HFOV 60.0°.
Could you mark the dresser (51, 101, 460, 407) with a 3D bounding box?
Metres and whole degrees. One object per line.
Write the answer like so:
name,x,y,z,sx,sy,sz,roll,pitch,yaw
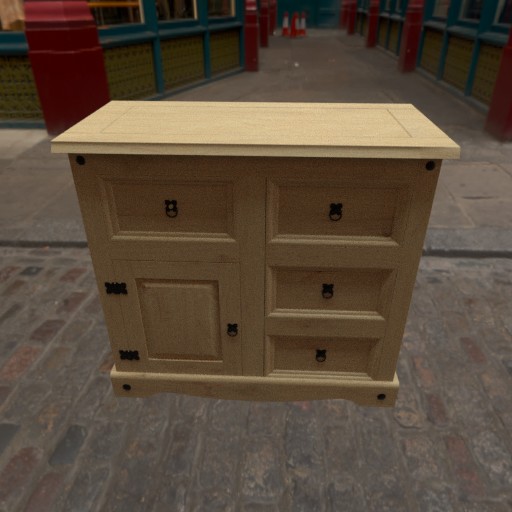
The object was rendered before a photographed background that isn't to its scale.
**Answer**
dresser,0.000,0.000,1.383,0.915,0.835,0.440,1,31,2
